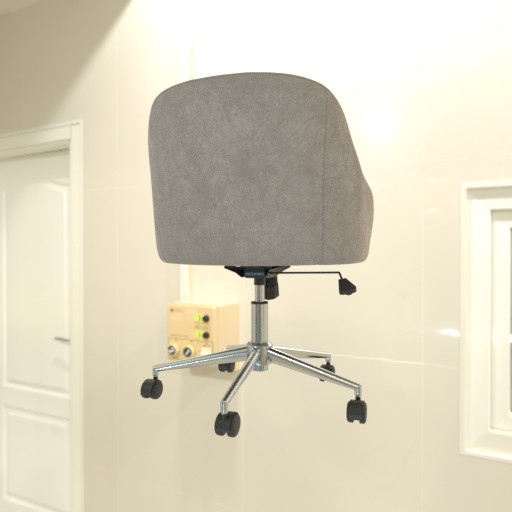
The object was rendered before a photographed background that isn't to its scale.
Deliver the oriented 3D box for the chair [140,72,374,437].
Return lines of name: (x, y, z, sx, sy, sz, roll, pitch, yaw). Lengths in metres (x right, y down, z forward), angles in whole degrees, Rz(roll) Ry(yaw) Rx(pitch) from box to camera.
chair: (0.000, 0.000, 1.274, 0.635, 0.831, 0.573, 0, 1, 19)
